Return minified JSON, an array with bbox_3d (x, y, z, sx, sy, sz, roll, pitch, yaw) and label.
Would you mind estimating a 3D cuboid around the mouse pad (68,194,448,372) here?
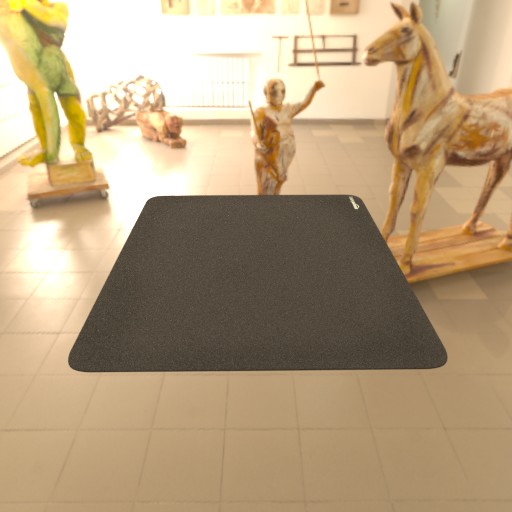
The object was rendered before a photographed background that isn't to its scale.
[{"bbox_3d":[0.000,0.000,0.634,0.393,0.002,0.451,0,30,-1],"label":"mouse pad"}]
